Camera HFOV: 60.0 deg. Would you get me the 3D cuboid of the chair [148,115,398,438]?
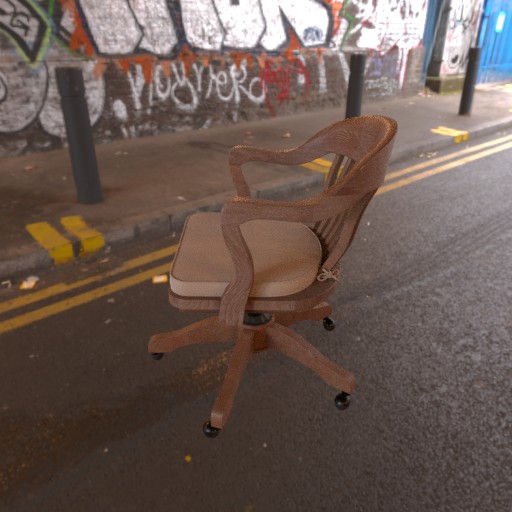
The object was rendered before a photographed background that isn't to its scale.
[{"bbox_3d":[0.000,0.000,1.463,0.788,0.878,0.750,-1,27,-1],"label":"chair"}]
